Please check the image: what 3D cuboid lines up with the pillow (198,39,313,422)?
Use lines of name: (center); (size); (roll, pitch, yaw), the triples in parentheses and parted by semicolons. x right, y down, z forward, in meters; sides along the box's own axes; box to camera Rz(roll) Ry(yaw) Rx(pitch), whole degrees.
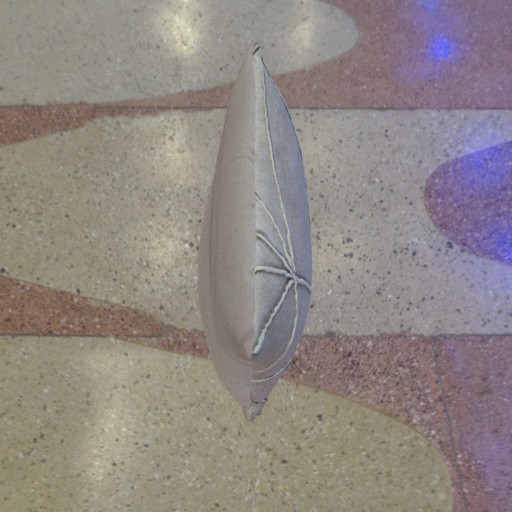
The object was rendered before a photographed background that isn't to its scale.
pillow: (0.000, 0.000, 0.683); (0.185, 0.440, 0.439); (0, 64, 0)
